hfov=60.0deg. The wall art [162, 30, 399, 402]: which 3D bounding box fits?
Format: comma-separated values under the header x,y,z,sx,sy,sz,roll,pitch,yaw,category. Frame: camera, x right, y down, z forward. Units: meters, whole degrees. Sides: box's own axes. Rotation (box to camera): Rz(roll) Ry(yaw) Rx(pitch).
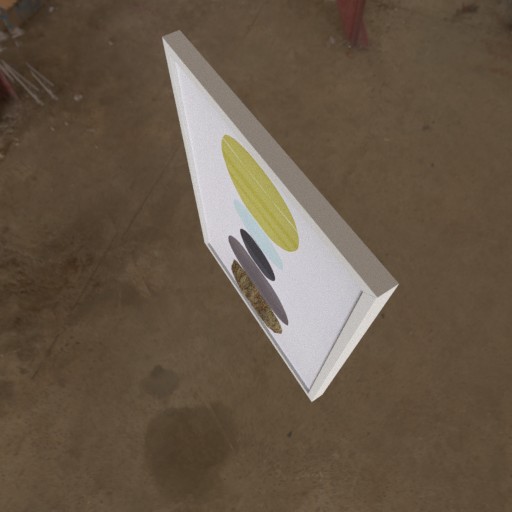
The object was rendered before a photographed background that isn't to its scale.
x,y,z,sx,sy,sz,roll,pitch,yaw,category
0.000,0.000,1.032,0.055,0.763,0.611,-29,66,-15,wall art
